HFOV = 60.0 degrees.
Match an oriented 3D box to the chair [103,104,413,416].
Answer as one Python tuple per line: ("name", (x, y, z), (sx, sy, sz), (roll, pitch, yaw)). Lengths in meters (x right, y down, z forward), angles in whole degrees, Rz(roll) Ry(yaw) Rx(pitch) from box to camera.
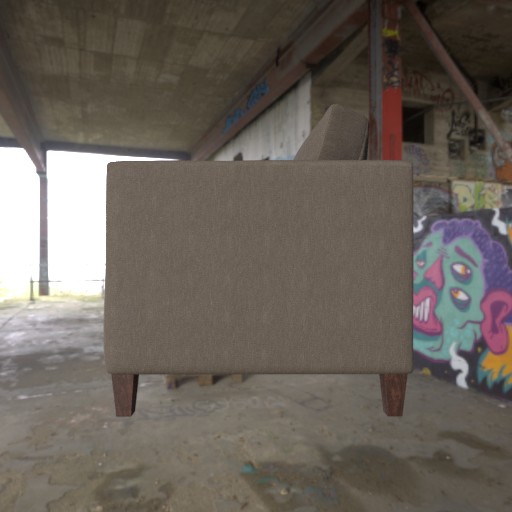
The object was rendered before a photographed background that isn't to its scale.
("chair", (0.000, 0.000, 1.834), (0.959, 0.963, 1.107), (0, 0, 0))
